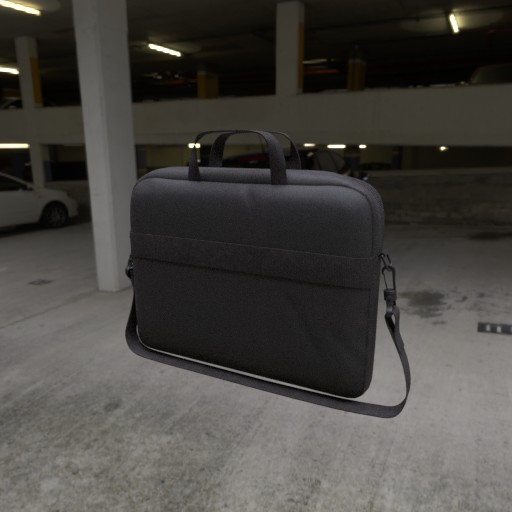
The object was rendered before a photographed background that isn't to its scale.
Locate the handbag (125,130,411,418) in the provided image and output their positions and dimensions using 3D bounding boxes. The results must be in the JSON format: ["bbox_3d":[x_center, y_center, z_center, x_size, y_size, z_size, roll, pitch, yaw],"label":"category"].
[{"bbox_3d":[0.000,0.000,0.448,0.320,0.244,0.089,7,16,26],"label":"handbag"}]
